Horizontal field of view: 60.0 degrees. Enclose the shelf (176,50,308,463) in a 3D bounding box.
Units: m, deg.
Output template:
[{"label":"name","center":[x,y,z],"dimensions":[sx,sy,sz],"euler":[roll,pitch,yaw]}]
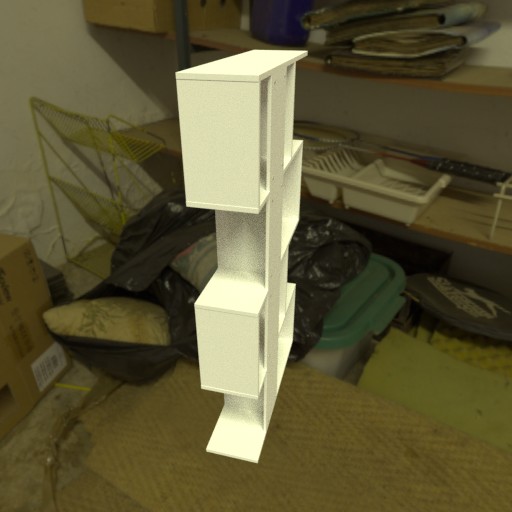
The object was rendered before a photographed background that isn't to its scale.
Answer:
[{"label":"shelf","center":[0.000,0.000,2.028],"dimensions":[0.250,1.650,0.890],"euler":[7,30,13]}]
